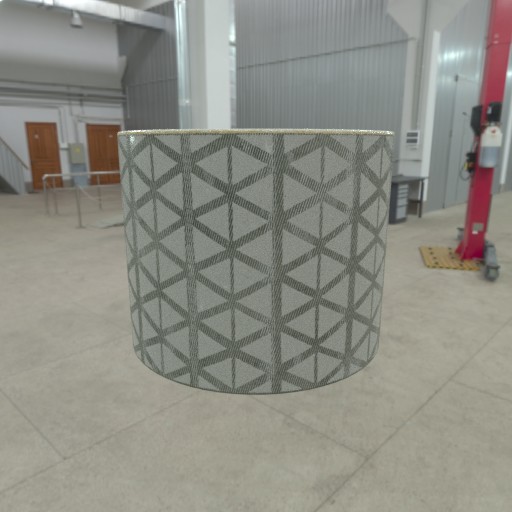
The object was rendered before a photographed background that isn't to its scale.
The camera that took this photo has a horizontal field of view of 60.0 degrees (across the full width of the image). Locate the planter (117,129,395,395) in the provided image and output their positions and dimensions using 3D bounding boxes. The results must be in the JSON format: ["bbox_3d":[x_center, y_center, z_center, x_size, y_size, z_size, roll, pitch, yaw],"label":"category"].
[{"bbox_3d":[0.000,0.000,0.446,0.250,0.239,0.250,0,14,0],"label":"planter"}]
